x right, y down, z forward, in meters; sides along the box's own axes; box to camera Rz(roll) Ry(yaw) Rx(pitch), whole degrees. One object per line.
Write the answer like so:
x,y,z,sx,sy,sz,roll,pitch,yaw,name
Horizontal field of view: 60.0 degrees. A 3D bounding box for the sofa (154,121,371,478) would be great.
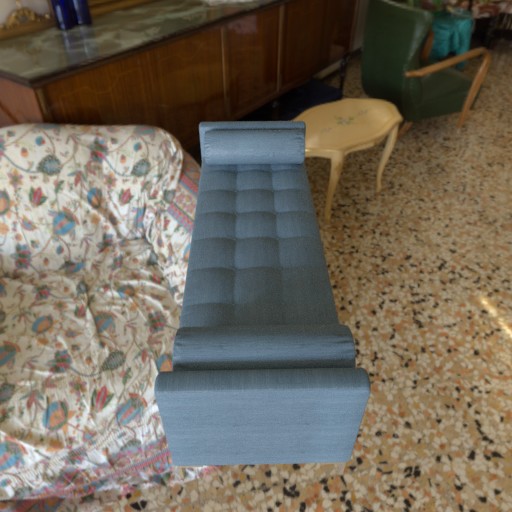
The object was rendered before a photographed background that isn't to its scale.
0.000,0.000,2.313,0.686,0.635,1.981,-1,41,-1,sofa
